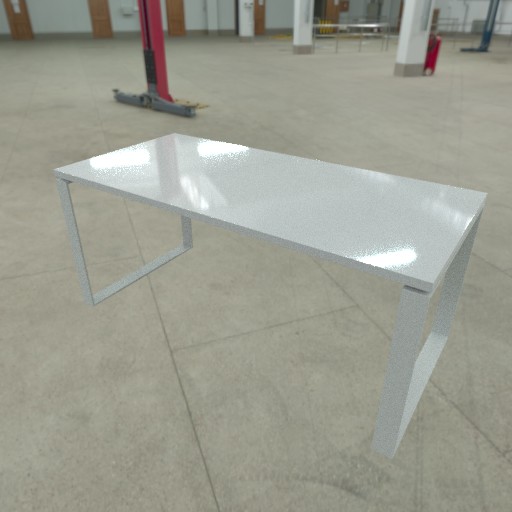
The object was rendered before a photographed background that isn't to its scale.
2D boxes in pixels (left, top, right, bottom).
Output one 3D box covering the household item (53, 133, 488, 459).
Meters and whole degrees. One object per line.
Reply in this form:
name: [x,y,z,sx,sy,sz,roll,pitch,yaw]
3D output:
household item: [0.000,0.000,2.085,1.700,0.745,0.800,18,34,29]
